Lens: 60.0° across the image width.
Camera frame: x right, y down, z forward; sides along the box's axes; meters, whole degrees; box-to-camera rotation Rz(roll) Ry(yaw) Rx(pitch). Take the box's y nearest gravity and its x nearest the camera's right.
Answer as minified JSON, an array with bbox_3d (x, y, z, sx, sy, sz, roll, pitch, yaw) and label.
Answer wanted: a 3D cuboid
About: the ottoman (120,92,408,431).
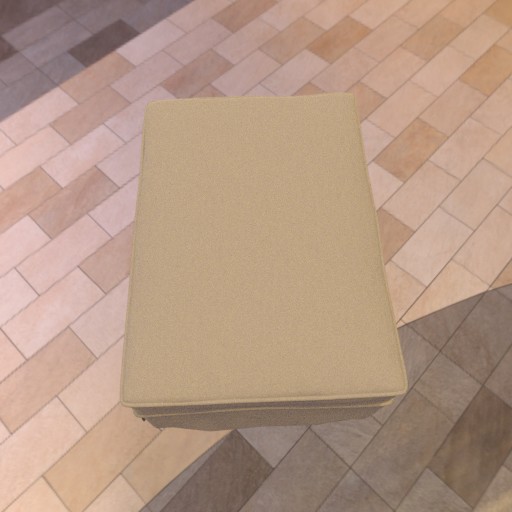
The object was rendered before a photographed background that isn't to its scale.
[{"bbox_3d":[0.000,0.000,1.333,0.703,0.479,0.944,-2,64,-1],"label":"ottoman"}]
